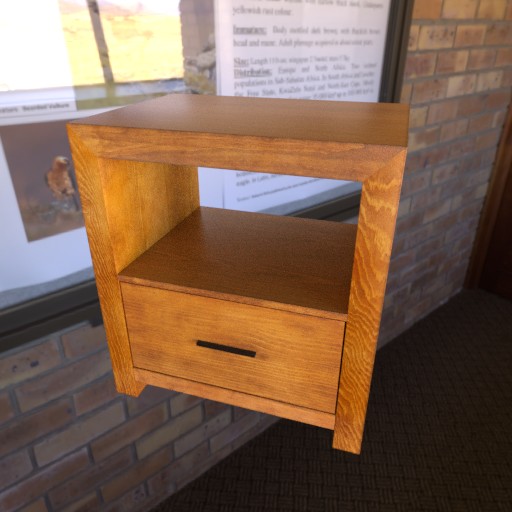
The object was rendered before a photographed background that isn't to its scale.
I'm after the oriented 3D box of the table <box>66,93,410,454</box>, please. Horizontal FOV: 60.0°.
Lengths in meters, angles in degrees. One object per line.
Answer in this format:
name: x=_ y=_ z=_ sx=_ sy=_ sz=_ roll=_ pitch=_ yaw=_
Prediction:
table: x=0.000 y=0.000 z=0.970 sx=0.550 sy=0.605 sz=0.400 roll=8 pitch=28 yaw=16
